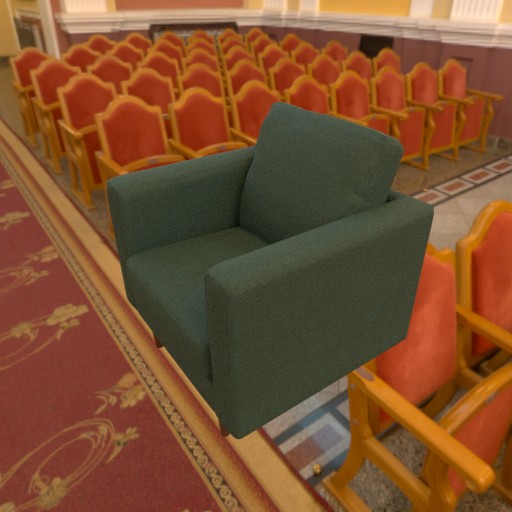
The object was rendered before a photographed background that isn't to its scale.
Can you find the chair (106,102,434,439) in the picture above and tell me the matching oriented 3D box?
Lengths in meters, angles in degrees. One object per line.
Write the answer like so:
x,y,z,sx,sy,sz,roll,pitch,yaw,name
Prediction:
0.000,0.000,1.595,0.800,0.927,0.855,-20,37,-29,chair
